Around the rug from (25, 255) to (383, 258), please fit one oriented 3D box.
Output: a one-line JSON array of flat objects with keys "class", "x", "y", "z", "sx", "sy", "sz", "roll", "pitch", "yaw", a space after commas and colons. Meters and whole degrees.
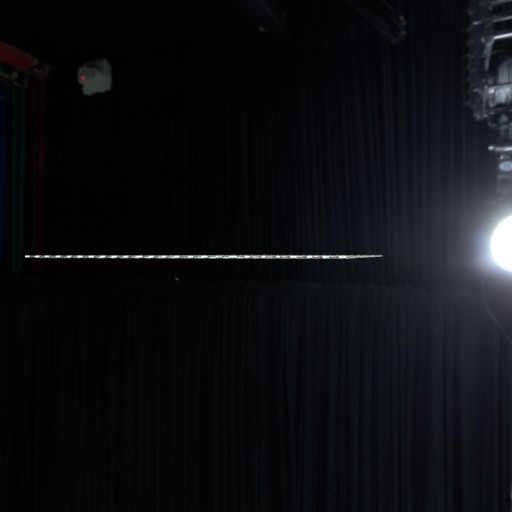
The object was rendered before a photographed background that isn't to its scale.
[{"class": "rug", "x": 0.000, "y": 0.000, "z": 3.022, "sx": 1.539, "sy": 0.011, "sz": 2.410, "roll": 0, "pitch": 0, "yaw": 19}]
